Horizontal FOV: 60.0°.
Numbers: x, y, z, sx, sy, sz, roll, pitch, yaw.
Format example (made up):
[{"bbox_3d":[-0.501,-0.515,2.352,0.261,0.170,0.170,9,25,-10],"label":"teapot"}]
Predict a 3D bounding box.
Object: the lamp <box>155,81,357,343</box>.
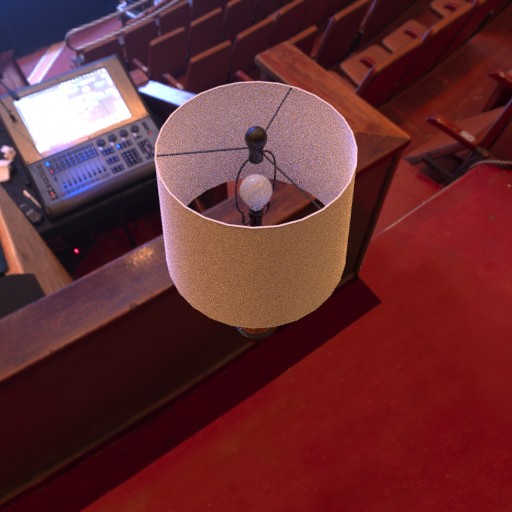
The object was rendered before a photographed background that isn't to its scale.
[{"bbox_3d":[0.000,0.000,0.897,0.349,0.667,0.349,0,58,0],"label":"lamp"}]
